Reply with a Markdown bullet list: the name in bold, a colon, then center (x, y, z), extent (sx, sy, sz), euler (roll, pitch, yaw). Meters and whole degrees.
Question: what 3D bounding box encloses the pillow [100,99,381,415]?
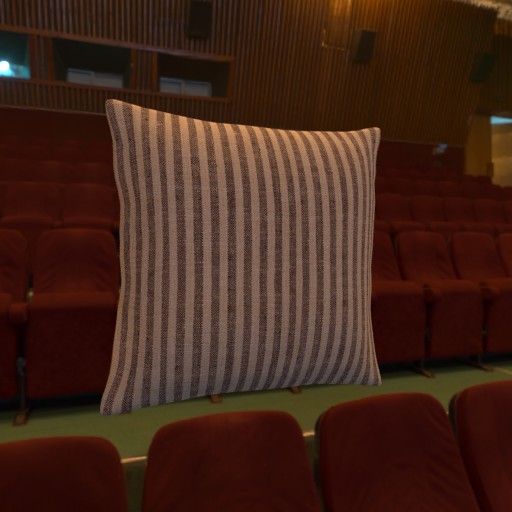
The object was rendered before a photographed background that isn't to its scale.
- **pillow**: center (0.000, 0.000, 0.790), extent (0.523, 0.506, 0.166), euler (0, 0, -19)
